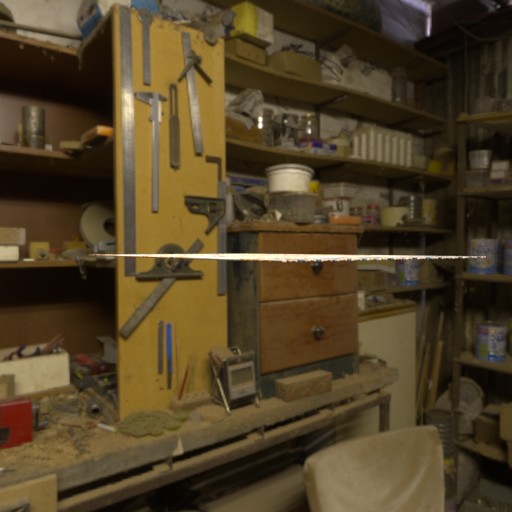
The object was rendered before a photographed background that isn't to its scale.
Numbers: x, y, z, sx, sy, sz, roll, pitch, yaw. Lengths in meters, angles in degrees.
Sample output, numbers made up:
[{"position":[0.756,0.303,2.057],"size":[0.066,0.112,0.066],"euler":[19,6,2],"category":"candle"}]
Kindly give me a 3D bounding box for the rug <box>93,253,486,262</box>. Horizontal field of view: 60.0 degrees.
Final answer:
[{"position":[0.000,0.000,3.084],"size":[1.533,0.010,2.428],"euler":[-1,1,-36],"category":"rug"}]
